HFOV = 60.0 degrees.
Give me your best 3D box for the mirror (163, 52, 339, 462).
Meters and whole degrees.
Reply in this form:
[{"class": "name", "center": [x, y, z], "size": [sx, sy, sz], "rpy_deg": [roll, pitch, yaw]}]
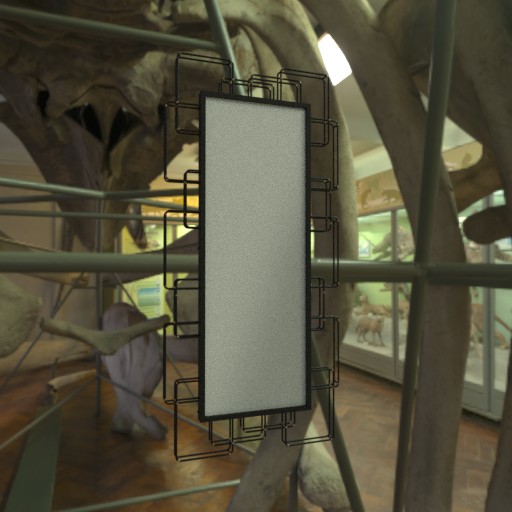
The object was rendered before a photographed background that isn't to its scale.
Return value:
[{"class": "mirror", "center": [0.000, 0.000, 1.379], "size": [0.565, 1.192, 0.037], "rpy_deg": [0, -1, -19]}]
